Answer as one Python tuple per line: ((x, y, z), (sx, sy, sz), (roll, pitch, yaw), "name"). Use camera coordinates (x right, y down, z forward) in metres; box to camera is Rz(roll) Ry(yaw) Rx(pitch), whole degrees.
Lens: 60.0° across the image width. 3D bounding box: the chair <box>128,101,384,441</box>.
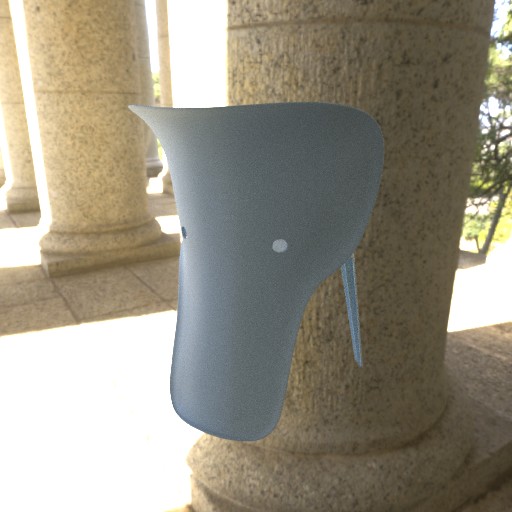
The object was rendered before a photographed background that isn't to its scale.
((0.000, 0.000, 0.864), (0.451, 0.554, 0.402), (9, 19, 26), "chair")
